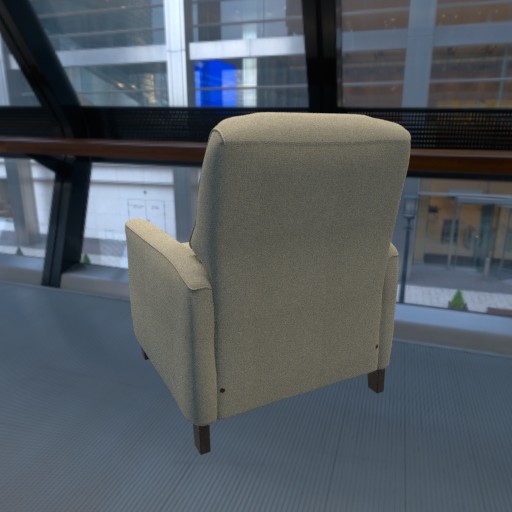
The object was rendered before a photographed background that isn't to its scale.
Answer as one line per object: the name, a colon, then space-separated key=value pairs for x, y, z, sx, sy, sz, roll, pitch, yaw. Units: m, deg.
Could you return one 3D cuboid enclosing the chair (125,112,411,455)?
chair: x=0.000 y=0.000 z=1.681 sx=0.850 sy=1.006 sz=0.853 roll=-8 pitch=17 yaw=-27
